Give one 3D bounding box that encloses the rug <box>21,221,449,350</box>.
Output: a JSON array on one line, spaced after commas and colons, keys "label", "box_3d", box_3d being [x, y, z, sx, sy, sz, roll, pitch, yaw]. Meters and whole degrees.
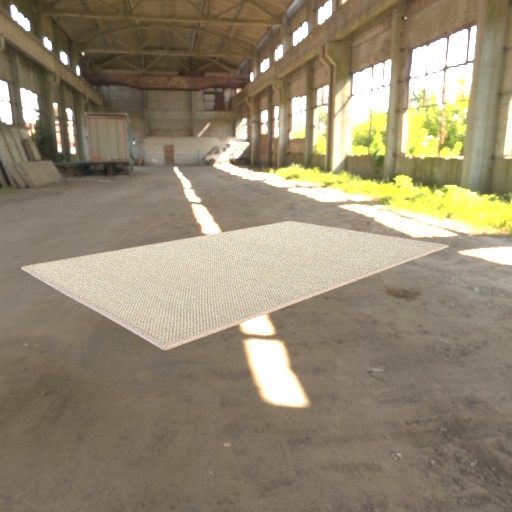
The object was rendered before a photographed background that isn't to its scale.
[{"label": "rug", "box_3d": [0.000, 0.000, 2.024, 1.676, 0.013, 1.067, -13, 19, -43]}]
